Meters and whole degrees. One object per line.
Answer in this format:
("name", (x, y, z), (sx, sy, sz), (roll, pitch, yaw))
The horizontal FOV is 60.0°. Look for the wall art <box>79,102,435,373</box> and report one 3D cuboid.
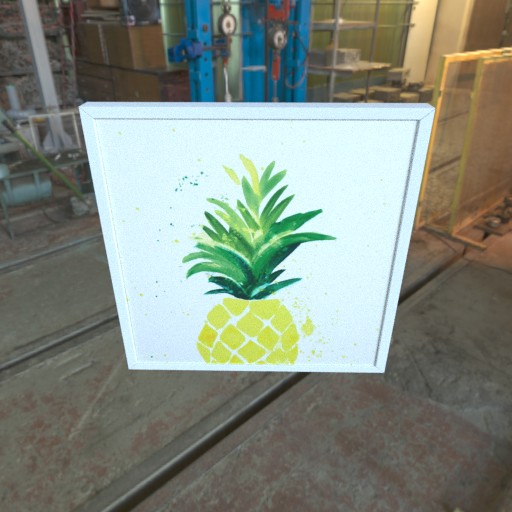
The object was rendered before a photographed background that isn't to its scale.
("wall art", (0.000, 0.000, 0.772), (0.508, 0.507, 0.035), (1, 30, 1))
